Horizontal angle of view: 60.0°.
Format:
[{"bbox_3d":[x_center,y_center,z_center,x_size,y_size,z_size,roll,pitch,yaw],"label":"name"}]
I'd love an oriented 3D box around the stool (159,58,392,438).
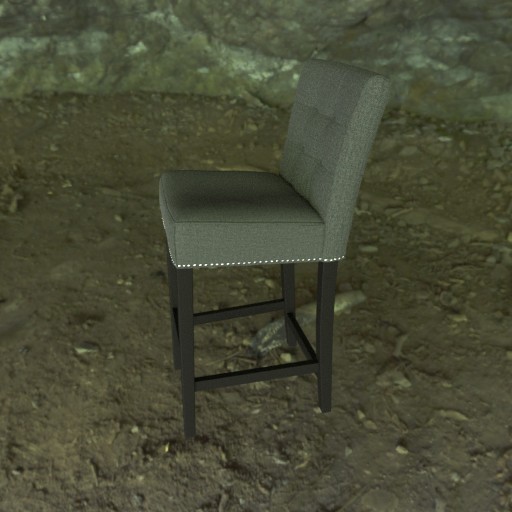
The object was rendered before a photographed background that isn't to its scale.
[{"bbox_3d":[0.000,0.000,1.329,0.548,1.047,0.411,-8,30,-13],"label":"stool"}]
